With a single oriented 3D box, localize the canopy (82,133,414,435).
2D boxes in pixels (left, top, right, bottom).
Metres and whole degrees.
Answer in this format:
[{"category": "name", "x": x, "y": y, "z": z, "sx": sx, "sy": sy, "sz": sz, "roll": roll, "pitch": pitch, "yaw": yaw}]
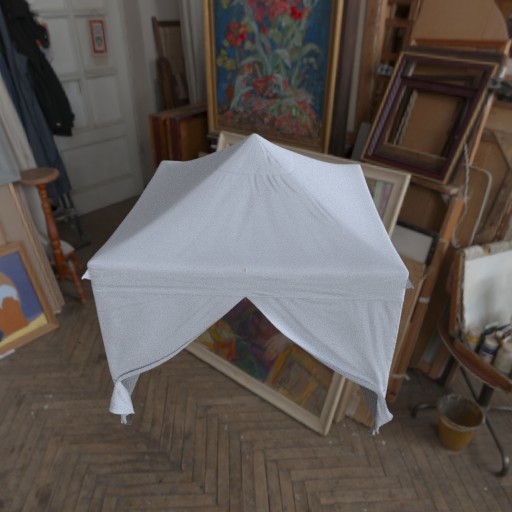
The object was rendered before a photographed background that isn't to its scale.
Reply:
[{"category": "canopy", "x": 0.000, "y": 0.000, "z": 5.501, "sx": 3.043, "sy": 2.997, "sz": 3.121, "roll": 2, "pitch": 30, "yaw": 3}]
